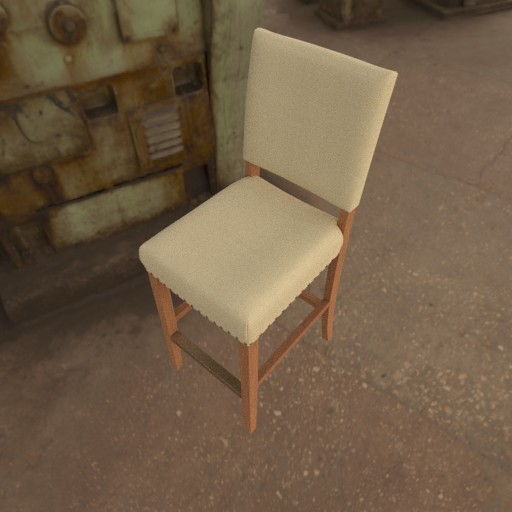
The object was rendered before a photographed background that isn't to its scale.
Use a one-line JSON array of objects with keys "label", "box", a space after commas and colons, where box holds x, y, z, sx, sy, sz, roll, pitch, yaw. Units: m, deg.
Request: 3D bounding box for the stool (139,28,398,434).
[{"label": "stool", "box": [0.000, 0.000, 1.445, 0.445, 1.168, 0.584, 32, 55, 26]}]
